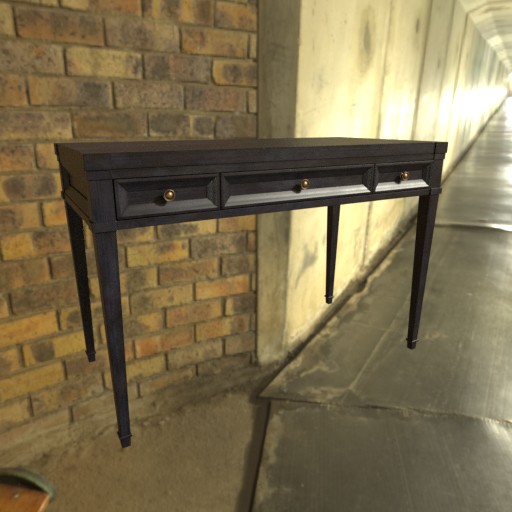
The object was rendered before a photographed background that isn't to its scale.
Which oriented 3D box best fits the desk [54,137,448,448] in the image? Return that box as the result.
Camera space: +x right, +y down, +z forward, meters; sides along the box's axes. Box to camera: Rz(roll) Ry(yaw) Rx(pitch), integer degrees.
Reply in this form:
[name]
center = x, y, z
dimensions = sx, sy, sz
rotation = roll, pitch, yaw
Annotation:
[desk]
center = 0.000, 0.000, 1.732
dimensions = 1.289, 0.861, 0.630
rotation = -9, 19, -28
